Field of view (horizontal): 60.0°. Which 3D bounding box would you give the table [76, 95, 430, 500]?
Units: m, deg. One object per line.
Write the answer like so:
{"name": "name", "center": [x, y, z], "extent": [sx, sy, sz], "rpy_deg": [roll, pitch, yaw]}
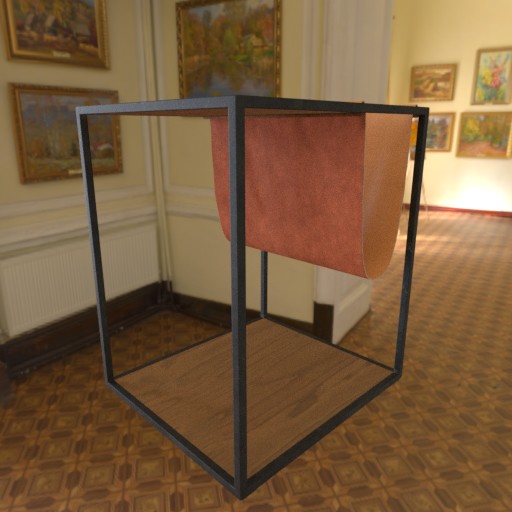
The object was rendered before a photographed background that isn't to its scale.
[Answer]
{"name": "table", "center": [0.000, 0.000, 0.825], "extent": [0.450, 0.536, 0.399], "rpy_deg": [-15, 22, -42]}
